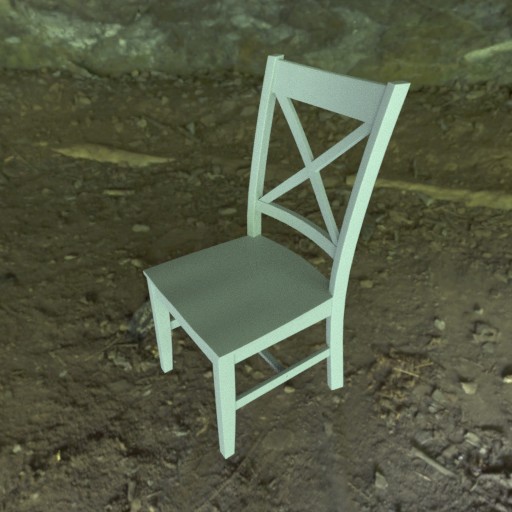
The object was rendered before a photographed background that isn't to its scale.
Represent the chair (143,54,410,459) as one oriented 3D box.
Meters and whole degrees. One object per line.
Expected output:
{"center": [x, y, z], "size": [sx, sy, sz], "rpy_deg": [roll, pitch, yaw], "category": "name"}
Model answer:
{"center": [0.000, 0.000, 1.292], "size": [0.542, 0.983, 0.485], "rpy_deg": [-21, 39, -29], "category": "chair"}
